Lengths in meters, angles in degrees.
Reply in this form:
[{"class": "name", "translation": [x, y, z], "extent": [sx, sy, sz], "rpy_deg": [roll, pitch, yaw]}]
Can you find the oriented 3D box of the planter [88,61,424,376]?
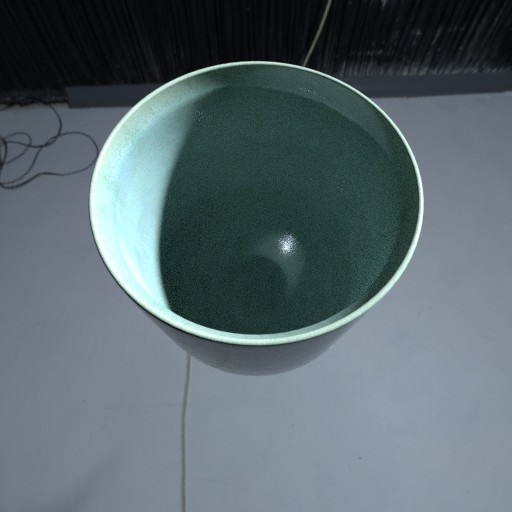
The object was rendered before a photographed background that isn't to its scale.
[{"class": "planter", "translation": [0.000, 0.000, 0.361], "extent": [0.198, 0.214, 0.198], "rpy_deg": [0, 65, 0]}]
